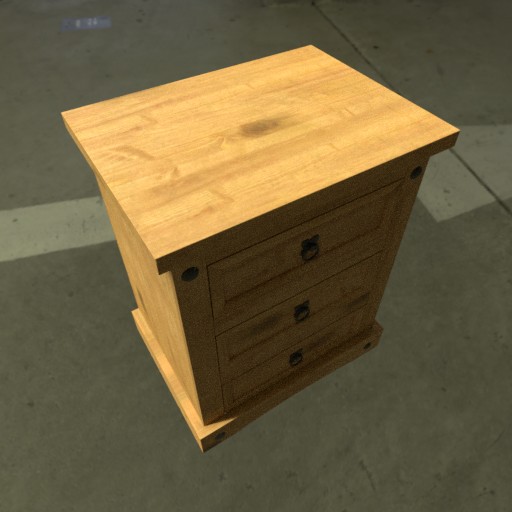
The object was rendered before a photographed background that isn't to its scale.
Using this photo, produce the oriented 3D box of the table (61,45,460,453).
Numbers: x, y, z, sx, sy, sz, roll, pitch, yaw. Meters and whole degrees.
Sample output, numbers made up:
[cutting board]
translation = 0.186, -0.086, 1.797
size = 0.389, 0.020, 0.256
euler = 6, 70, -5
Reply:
[table]
translation = 0.000, 0.000, 1.209
size = 0.660, 0.813, 0.500
euler = -25, 52, -21
